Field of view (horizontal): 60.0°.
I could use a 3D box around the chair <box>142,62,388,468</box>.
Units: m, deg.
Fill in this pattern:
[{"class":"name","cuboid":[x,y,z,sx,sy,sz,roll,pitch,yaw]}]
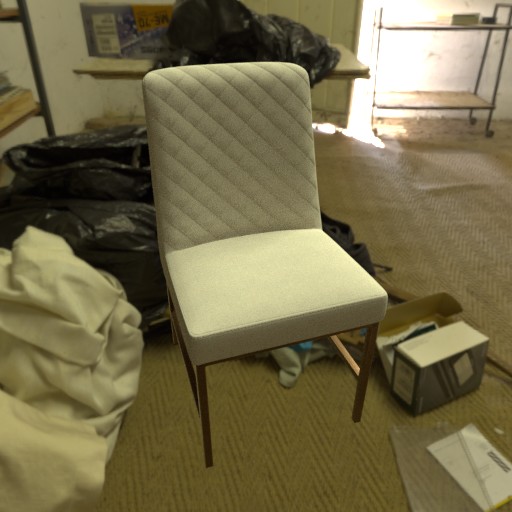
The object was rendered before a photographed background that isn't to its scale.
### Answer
[{"class":"chair","cuboid":[0.000,0.000,1.252,0.503,0.933,0.597,-10,33,-16]}]
